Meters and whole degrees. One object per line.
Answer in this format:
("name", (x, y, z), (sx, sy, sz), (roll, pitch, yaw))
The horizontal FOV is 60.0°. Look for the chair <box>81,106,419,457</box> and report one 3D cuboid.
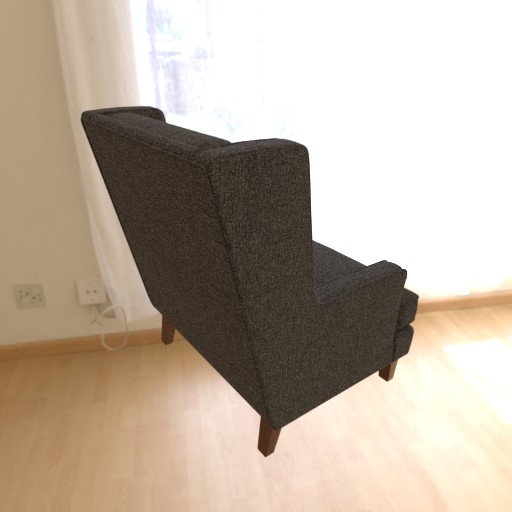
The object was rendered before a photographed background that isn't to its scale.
("chair", (0.000, 0.000, 1.750), (0.927, 1.082, 0.942), (-17, 30, -32))
